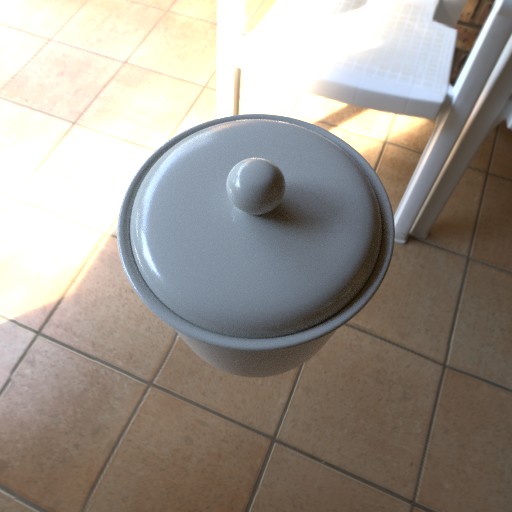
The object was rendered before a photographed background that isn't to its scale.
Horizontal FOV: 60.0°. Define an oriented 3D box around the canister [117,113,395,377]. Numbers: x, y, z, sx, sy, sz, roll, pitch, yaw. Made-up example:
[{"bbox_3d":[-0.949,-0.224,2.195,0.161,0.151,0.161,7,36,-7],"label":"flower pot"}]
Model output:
[{"bbox_3d":[0.000,0.000,0.344,0.182,0.208,0.182,0,62,0],"label":"canister"}]
